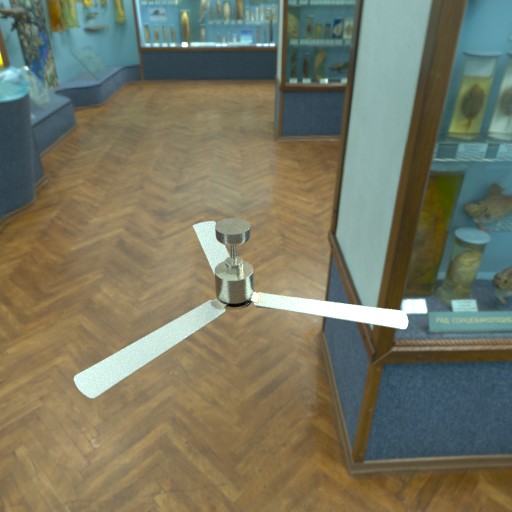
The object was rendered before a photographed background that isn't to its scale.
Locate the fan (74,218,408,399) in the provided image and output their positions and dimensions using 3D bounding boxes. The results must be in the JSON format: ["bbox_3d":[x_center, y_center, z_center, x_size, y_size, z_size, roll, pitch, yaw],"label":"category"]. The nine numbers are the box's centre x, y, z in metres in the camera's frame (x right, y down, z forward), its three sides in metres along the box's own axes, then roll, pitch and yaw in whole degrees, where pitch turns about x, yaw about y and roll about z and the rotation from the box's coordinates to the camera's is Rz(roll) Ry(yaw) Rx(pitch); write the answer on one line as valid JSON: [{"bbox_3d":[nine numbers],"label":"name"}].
[{"bbox_3d":[0.000,0.000,2.354,1.531,0.446,1.561,0,32,0],"label":"fan"}]
